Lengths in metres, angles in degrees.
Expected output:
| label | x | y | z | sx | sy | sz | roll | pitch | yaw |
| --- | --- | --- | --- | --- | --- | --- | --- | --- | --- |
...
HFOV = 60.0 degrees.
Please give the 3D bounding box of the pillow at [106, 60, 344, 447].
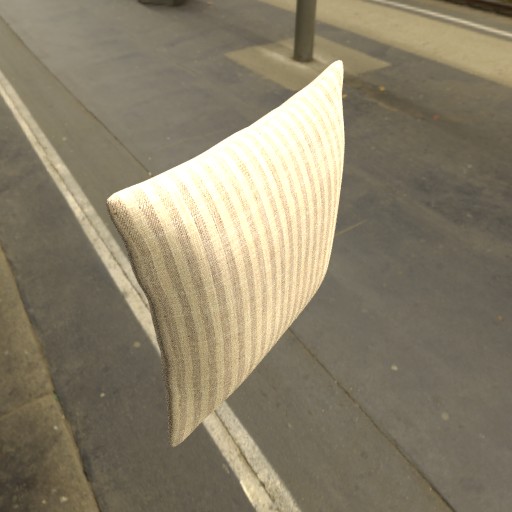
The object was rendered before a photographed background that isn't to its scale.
| label | x | y | z | sx | sy | sz | roll | pitch | yaw |
| --- | --- | --- | --- | --- | --- | --- | --- | --- | --- |
| pillow | 0.000 | 0.000 | 0.763 | 0.166 | 0.510 | 0.523 | 25 | 47 | 25 |
